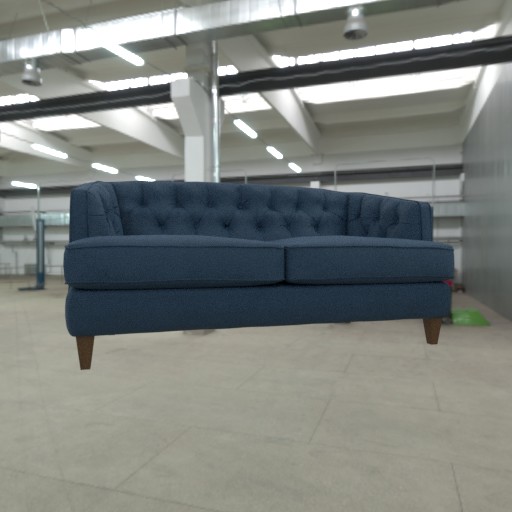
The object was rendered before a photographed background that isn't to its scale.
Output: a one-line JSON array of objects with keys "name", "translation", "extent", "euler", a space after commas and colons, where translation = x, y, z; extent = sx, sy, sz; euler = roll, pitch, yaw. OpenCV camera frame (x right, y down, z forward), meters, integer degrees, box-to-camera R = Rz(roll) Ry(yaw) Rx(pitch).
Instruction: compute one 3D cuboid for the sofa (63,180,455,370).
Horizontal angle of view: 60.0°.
[{"name": "sofa", "translation": [0.000, 0.000, 2.264], "extent": [1.733, 0.854, 0.941], "euler": [0, 1, -17]}]
